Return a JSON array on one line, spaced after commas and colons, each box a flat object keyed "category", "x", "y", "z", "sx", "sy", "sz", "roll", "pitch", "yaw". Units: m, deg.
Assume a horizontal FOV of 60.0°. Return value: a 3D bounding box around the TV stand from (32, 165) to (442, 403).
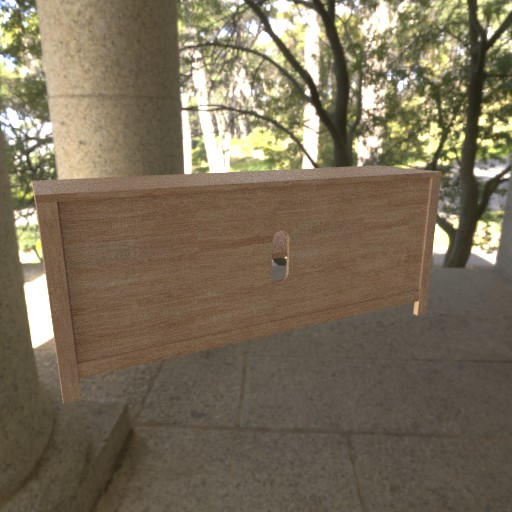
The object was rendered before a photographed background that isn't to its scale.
[{"category": "TV stand", "x": 0.000, "y": 0.000, "z": 1.700, "sx": 1.466, "sy": 0.610, "sz": 0.398, "roll": -8, "pitch": 18, "yaw": -26}]
